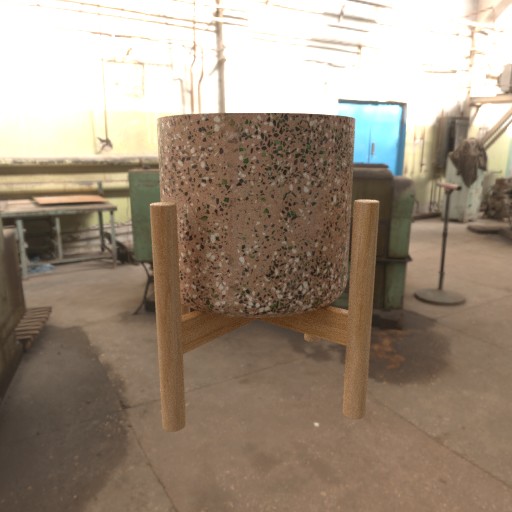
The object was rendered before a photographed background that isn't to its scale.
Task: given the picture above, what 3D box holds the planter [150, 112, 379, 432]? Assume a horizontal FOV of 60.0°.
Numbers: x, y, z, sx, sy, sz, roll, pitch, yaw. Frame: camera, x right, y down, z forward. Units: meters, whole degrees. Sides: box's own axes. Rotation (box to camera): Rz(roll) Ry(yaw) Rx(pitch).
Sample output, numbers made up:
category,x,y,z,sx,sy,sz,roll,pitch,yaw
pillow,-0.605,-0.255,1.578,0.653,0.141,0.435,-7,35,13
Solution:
category,x,y,z,sx,sy,sz,roll,pitch,yaw
planter,0.000,0.000,0.544,0.284,0.320,0.284,-7,16,-28
